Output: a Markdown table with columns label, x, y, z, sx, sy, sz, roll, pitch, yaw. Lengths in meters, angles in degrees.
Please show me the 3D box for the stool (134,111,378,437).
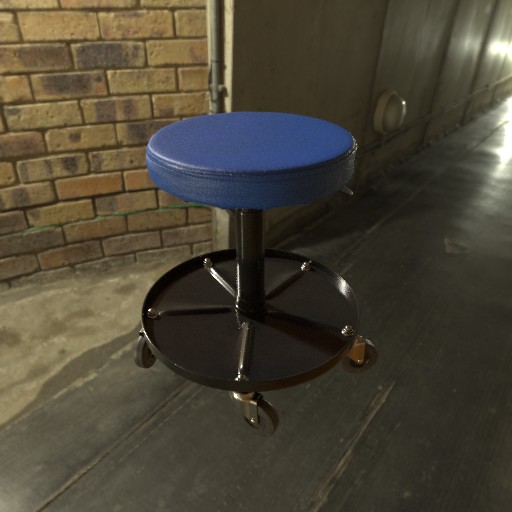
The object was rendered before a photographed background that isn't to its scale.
| label | x | y | z | sx | sy | sz | roll | pitch | yaw |
| --- | --- | --- | --- | --- | --- | --- | --- | --- | --- |
| stool | 0.000 | 0.000 | 0.668 | 0.382 | 0.365 | 0.381 | 0 | 31 | -1 |
